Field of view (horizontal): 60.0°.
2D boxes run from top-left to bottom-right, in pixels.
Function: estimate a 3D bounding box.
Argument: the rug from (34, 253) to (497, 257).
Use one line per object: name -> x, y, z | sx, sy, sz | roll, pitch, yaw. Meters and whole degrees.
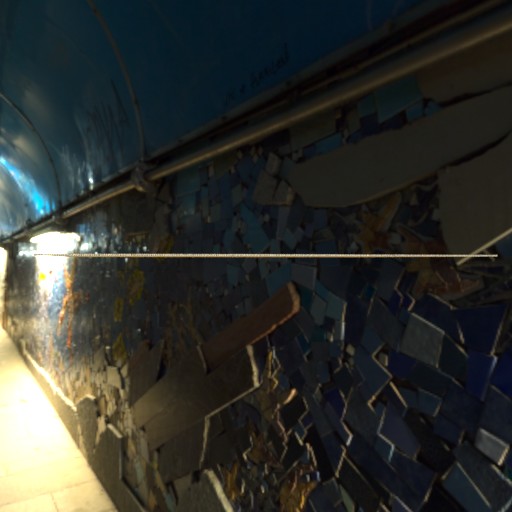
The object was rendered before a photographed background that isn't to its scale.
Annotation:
rug -> 0.000, 0.000, 2.126 | 1.752, 0.006, 1.142 | 0, 0, -18
